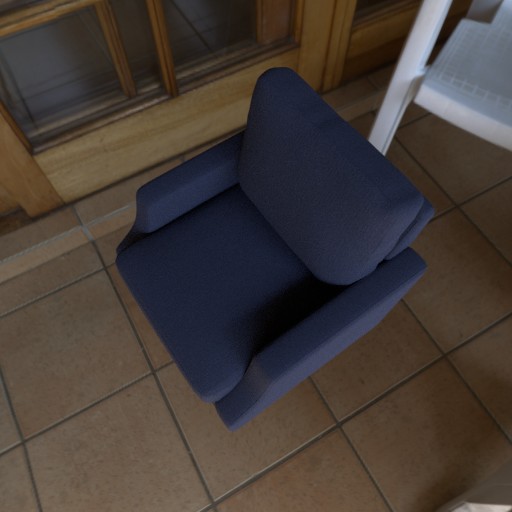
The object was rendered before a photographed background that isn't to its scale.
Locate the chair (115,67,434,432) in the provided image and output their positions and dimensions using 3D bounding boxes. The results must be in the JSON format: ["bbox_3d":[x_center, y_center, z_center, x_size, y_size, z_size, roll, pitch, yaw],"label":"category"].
[{"bbox_3d":[0.000,0.000,1.637,0.897,0.991,0.855,-33,68,-15],"label":"chair"}]
